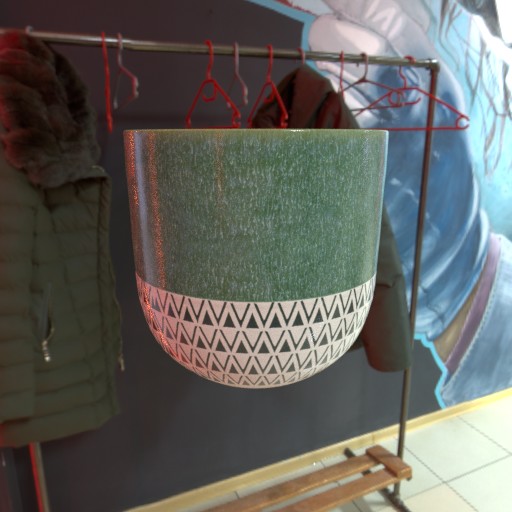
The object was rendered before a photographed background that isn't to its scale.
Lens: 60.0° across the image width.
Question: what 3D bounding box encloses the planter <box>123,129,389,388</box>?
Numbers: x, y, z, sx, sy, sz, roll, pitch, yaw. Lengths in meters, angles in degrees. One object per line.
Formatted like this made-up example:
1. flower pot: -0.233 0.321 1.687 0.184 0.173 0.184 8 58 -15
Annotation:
1. planter: 0.000 0.000 0.496 0.266 0.270 0.266 0 15 0
